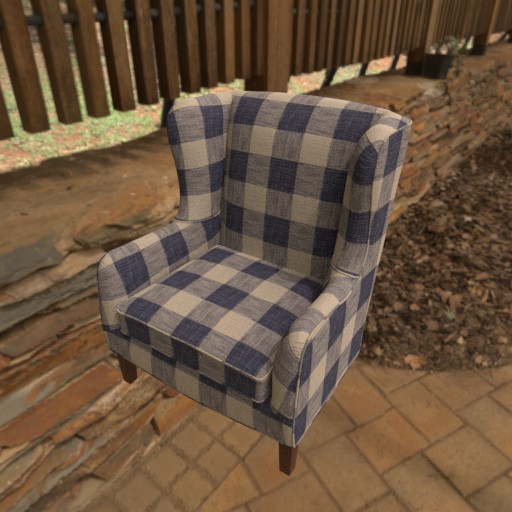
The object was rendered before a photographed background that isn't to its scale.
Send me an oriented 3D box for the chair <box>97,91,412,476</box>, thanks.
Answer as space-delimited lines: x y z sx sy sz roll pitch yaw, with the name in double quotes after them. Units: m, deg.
0.000 0.000 1.667 0.830 1.041 0.889 18 35 28 "chair"
